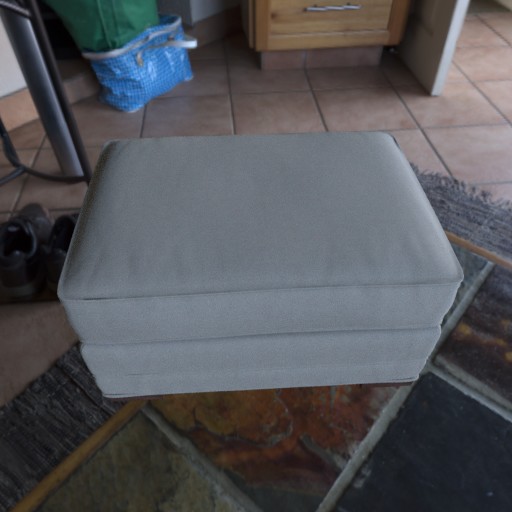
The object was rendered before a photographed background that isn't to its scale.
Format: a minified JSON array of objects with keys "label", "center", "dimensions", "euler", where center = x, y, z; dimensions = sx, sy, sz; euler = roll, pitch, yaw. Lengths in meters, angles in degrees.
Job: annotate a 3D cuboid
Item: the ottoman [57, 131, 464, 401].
[{"label":"ottoman","center":[0.000,0.000,1.207],"dimensions":[0.848,0.482,0.611],"euler":[-2,46,-2]}]
